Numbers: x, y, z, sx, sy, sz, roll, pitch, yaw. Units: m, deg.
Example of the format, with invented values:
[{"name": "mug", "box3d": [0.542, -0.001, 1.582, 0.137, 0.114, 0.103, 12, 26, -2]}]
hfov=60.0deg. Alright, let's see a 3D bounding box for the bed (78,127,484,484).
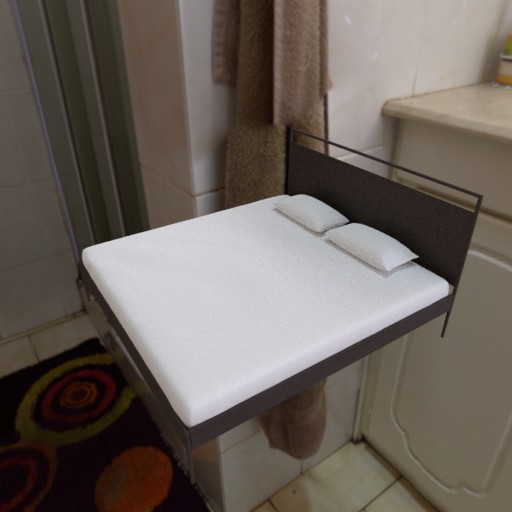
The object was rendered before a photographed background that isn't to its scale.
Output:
[{"name": "bed", "box3d": [0.000, 0.000, 3.306, 2.151, 1.173, 1.993, -19, 35, -28]}]
